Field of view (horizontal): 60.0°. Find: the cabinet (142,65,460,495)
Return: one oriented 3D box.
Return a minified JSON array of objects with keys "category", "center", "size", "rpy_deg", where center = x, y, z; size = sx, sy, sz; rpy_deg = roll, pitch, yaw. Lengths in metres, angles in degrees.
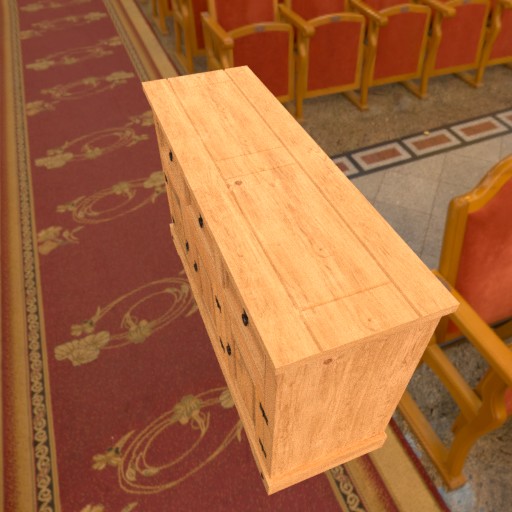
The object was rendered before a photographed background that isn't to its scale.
[{"category":"cabinet","center":[0.000,0.000,1.622],"size":[0.432,0.810,1.321],"rpy_deg":[-16,48,-15]}]
